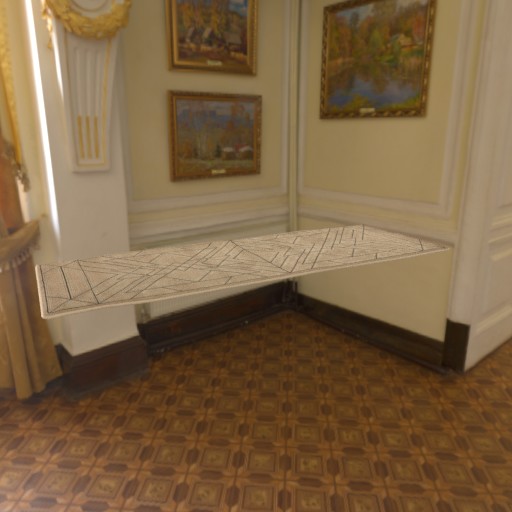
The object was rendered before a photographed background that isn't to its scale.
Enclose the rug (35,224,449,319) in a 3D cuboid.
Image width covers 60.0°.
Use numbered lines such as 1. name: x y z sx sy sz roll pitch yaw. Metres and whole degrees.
1. rug: 0.000 0.000 2.673 2.381 0.036 0.831 -8 18 -26
